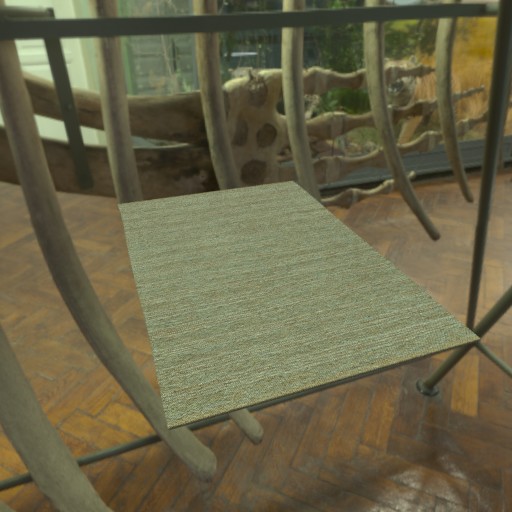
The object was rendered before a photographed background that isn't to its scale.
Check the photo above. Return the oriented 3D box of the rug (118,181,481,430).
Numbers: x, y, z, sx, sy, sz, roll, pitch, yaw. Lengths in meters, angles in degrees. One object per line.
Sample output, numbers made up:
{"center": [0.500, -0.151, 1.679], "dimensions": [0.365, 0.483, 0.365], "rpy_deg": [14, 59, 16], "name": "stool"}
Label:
{"center": [0.000, 0.000, 2.302], "dimensions": [1.240, 0.010, 1.824], "rpy_deg": [-10, 32, -17], "name": "rug"}
